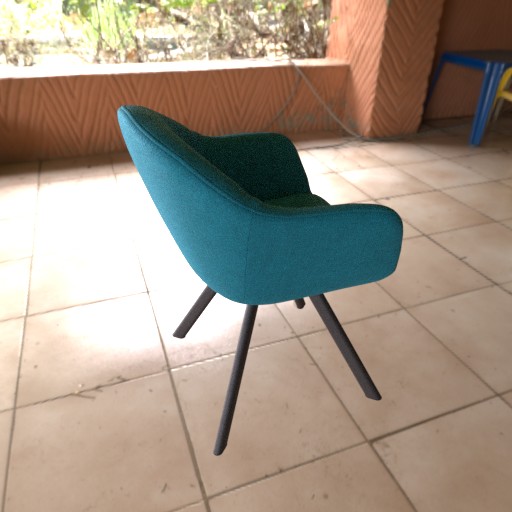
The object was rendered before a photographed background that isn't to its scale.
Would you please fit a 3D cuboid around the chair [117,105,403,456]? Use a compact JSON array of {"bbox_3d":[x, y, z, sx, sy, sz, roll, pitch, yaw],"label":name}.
[{"bbox_3d":[0.000,0.000,1.123,0.565,0.775,0.545,-11,33,-18],"label":"chair"}]
